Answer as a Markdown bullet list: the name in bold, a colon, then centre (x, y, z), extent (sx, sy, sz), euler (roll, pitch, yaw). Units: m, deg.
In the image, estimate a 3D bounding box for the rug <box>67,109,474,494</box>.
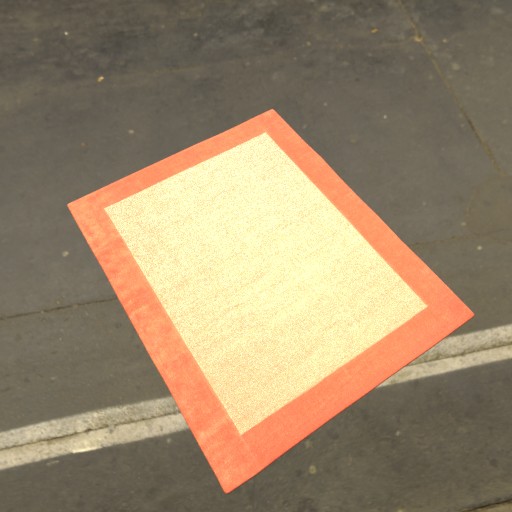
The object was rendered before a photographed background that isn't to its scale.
- **rug**: centre (0.000, 0.000, 3.986), extent (2.430, 0.018, 2.976), euler (-30, 64, -16)
